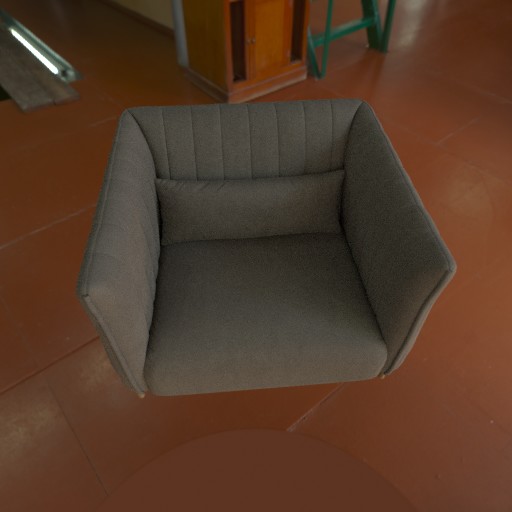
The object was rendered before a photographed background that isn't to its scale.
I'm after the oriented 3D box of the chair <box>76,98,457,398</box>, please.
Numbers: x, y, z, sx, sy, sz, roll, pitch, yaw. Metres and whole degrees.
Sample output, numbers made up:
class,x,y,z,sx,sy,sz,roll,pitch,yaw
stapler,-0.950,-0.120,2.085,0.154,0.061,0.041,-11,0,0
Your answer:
class,x,y,z,sx,sy,sz,roll,pitch,yaw
chair,0.000,0.000,1.603,0.981,0.779,0.873,-4,47,-3
